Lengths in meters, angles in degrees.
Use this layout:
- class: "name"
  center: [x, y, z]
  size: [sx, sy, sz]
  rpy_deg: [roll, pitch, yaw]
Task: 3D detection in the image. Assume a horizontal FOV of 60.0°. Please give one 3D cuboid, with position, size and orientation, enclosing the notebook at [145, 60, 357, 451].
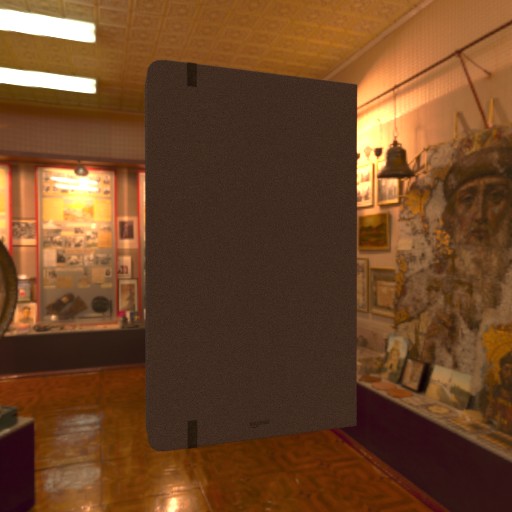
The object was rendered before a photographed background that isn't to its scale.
- class: "notebook"
  center: [0.000, 0.000, 0.263]
  size: [0.127, 0.213, 0.016]
  rpy_deg: [0, 1, -18]
